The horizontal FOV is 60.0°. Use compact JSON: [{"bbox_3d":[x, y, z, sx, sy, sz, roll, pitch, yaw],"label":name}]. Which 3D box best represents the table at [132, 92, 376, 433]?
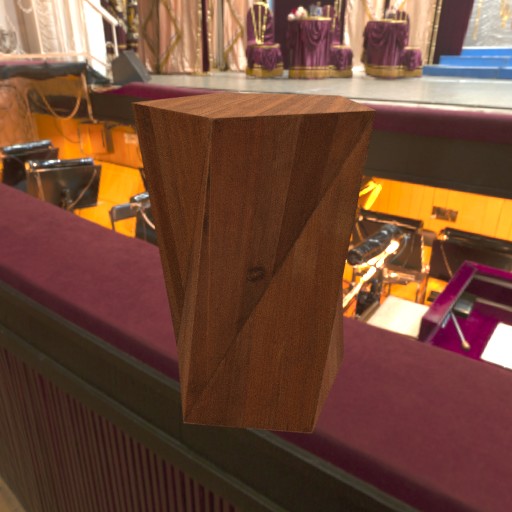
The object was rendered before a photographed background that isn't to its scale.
[{"bbox_3d":[0.000,0.000,0.916,0.441,0.604,0.425,16,29,32],"label":"table"}]
